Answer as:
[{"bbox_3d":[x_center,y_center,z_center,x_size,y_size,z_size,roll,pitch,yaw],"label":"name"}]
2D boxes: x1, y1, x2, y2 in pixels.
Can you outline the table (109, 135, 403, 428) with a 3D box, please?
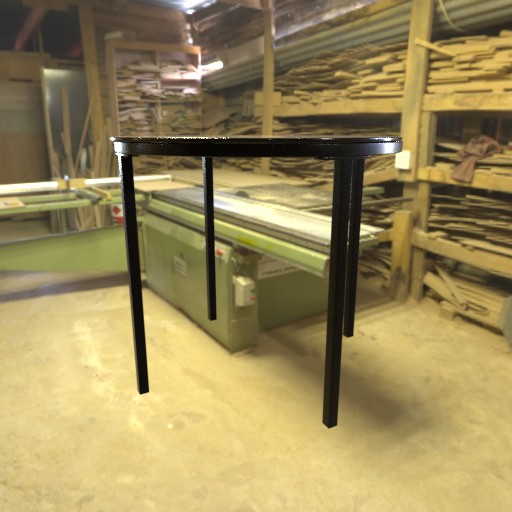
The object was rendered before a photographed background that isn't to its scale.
[{"bbox_3d":[0.000,0.000,0.850,0.499,0.443,0.499,0,16,0],"label":"table"}]
